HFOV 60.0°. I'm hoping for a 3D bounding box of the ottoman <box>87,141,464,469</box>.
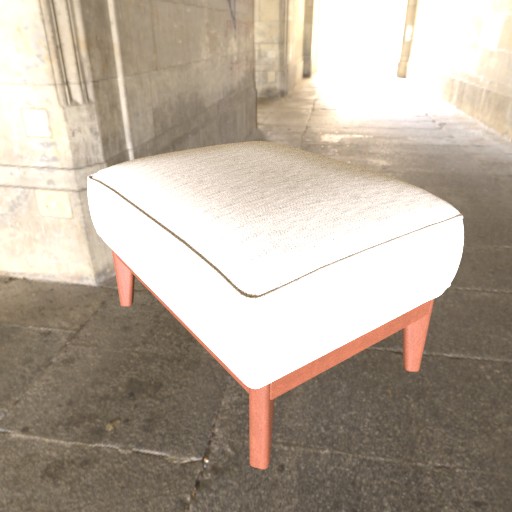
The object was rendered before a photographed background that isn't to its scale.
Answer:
[{"bbox_3d":[0.000,0.000,1.133,0.594,0.465,0.794,-18,32,-31],"label":"ottoman"}]
